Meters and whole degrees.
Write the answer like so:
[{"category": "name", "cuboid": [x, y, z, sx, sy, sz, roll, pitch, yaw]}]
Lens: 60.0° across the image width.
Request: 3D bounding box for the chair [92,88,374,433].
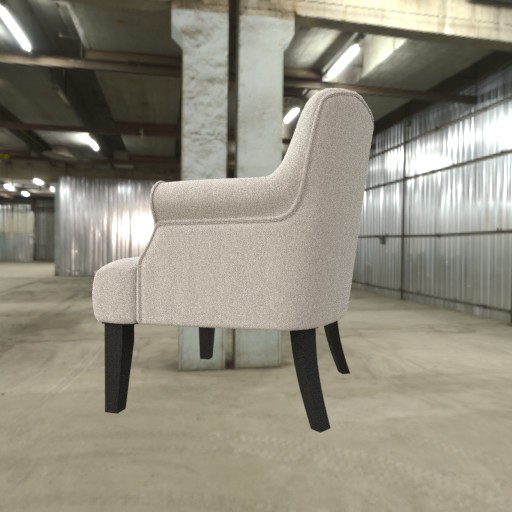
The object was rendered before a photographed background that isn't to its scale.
[{"category": "chair", "cuboid": [0.000, 0.000, 1.465, 0.750, 0.875, 0.781, 0, 1, 17]}]
